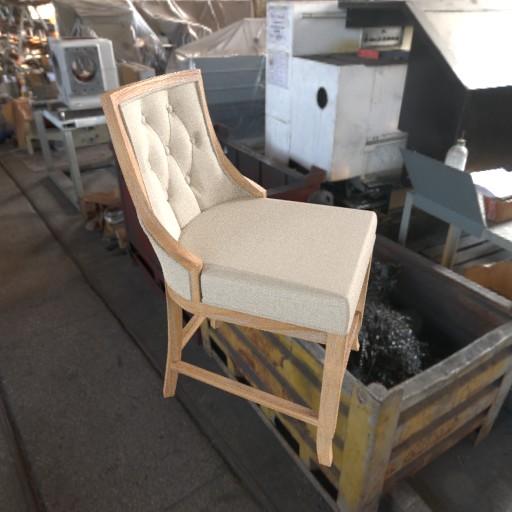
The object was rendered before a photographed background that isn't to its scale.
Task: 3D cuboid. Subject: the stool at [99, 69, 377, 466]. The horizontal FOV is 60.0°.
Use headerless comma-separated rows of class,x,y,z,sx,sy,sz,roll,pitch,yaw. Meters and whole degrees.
stool,0.000,0.000,1.288,0.626,0.938,0.524,10,32,17
